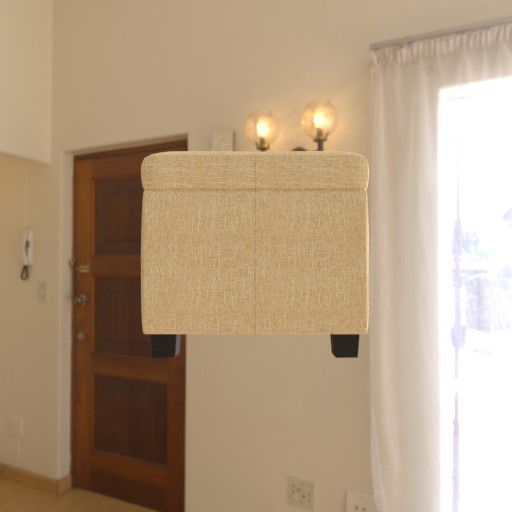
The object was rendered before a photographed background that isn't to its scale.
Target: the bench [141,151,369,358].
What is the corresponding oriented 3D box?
[{"bbox_3d":[0.000,0.000,1.422,0.432,0.406,1.219,0,-1,0],"label":"bench"}]
